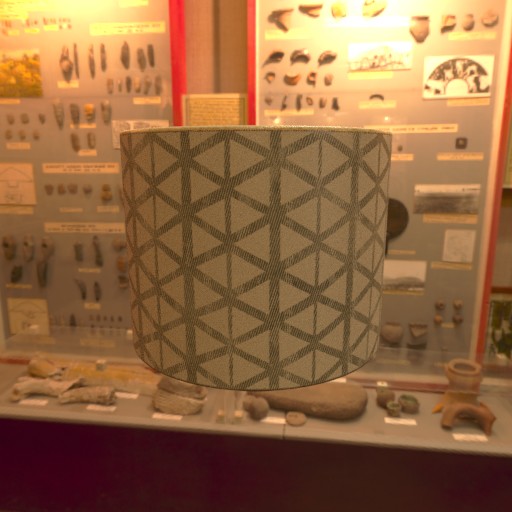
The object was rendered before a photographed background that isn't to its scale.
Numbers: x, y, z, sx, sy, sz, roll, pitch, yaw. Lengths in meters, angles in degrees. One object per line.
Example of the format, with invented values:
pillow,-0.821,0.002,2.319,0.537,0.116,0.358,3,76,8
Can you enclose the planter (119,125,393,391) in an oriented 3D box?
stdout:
planter,0.000,0.000,0.341,0.190,0.181,0.190,0,13,0
